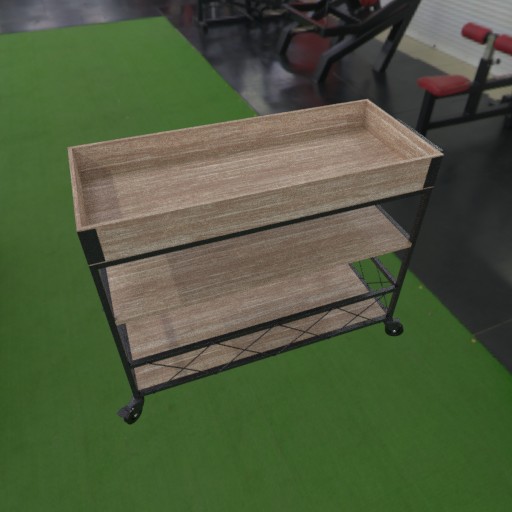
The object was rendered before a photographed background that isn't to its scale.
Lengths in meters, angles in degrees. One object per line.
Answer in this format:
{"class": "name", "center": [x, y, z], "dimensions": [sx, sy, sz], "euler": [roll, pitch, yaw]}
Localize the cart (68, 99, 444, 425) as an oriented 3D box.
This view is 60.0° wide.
{"class": "cart", "center": [0.000, 0.000, 1.489], "dimensions": [1.101, 0.787, 0.500], "euler": [-14, 44, -15]}
